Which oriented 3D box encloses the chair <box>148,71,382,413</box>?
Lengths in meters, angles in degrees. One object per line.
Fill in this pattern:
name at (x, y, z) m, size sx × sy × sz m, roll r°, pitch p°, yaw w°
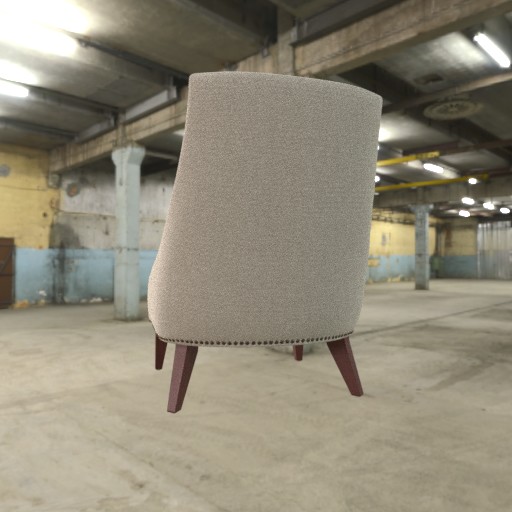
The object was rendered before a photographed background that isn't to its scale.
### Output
chair at (0.000, 0.000, 1.520) m, size 0.701 × 0.909 × 0.861 m, roll 0°, pitch -1°, yaw -16°
